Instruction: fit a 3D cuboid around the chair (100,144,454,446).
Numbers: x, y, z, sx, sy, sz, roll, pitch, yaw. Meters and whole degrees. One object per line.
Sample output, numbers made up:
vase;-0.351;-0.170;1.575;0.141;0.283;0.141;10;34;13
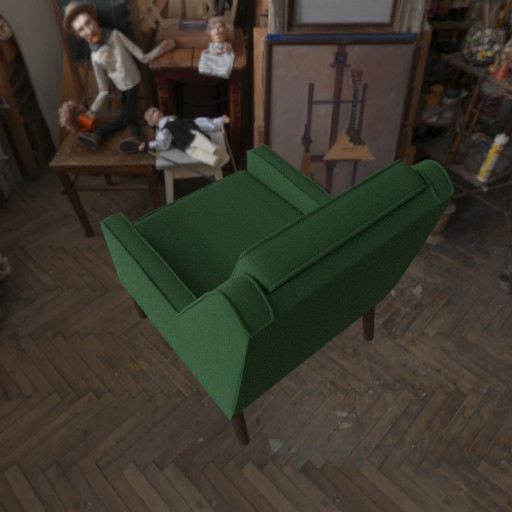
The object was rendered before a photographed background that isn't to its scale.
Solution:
chair;0.000;0.000;1.353;0.663;0.792;0.743;-31;55;-26
